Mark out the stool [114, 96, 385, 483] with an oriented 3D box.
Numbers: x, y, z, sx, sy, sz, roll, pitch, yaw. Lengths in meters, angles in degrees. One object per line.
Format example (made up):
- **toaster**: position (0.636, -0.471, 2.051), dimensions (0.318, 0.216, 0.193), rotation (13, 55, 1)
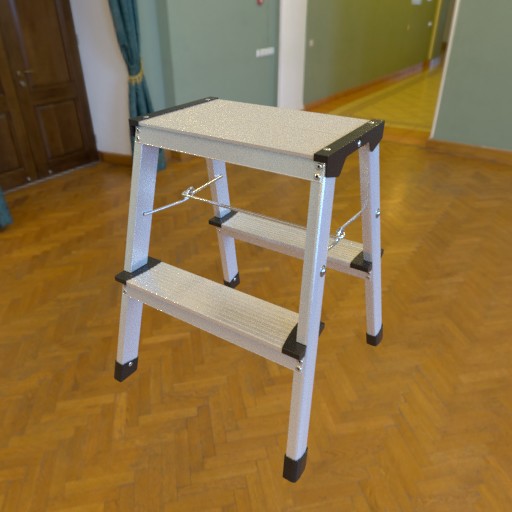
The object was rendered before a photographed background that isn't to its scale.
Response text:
- **stool**: position (0.000, 0.000, 0.791), dimensions (0.404, 0.480, 0.405), rotation (18, 35, 28)
